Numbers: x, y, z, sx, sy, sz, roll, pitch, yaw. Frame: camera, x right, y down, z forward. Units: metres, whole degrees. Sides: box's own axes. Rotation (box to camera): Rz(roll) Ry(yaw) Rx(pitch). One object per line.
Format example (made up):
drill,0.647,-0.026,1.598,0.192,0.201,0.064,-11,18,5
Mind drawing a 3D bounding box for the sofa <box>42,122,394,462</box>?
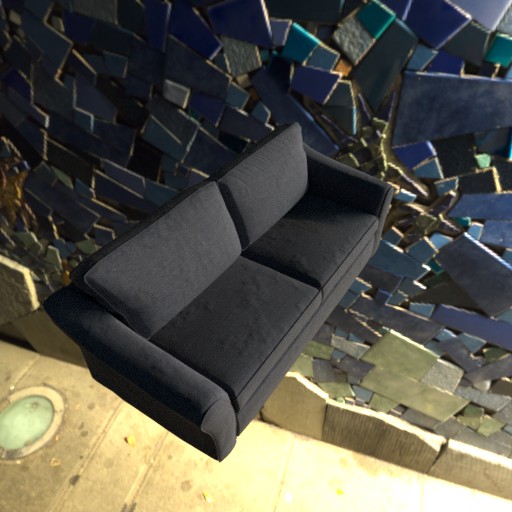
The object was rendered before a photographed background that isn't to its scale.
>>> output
sofa,0.000,0.000,2.774,0.971,0.950,2.270,24,46,25
